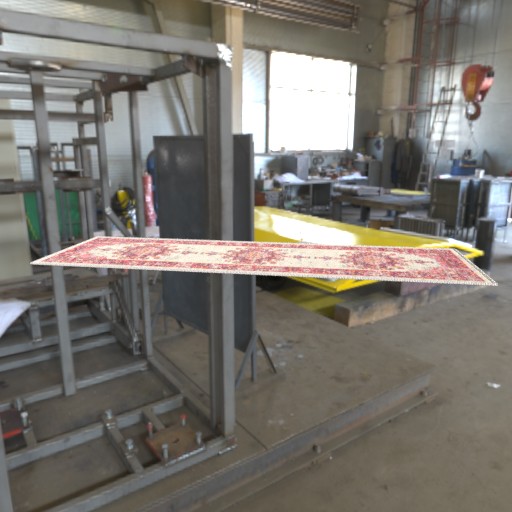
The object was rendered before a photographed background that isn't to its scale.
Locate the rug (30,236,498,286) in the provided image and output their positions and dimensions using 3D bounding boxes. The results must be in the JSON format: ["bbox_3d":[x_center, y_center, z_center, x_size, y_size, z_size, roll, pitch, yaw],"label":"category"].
[{"bbox_3d":[0.000,0.000,1.971,1.824,0.009,0.562,2,14,9],"label":"rug"}]
